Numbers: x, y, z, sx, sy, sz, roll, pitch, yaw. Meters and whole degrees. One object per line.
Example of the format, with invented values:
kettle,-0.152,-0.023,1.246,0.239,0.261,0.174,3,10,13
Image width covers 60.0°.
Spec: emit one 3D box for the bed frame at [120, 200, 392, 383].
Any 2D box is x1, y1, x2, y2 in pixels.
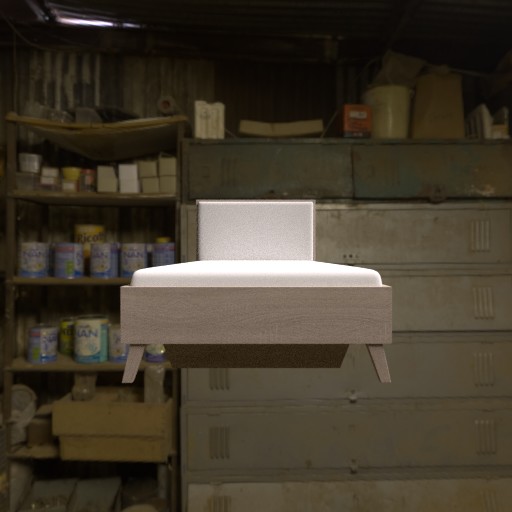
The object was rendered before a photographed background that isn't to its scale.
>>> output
bed frame,0.000,0.000,2.682,0.990,0.920,2.140,0,0,0
